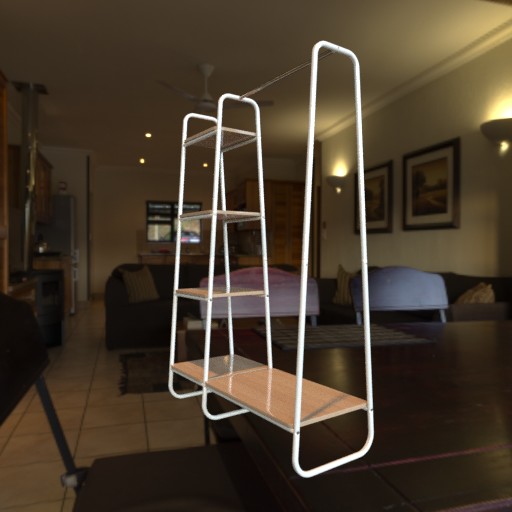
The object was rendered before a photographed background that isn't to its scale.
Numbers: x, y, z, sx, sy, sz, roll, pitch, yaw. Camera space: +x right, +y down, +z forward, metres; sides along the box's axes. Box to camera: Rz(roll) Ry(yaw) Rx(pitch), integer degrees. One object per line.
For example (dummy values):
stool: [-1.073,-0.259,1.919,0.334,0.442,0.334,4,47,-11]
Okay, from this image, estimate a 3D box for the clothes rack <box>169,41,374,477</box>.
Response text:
clothes rack: [0.000,0.000,1.984,0.400,1.500,1.011,0,1,-35]
